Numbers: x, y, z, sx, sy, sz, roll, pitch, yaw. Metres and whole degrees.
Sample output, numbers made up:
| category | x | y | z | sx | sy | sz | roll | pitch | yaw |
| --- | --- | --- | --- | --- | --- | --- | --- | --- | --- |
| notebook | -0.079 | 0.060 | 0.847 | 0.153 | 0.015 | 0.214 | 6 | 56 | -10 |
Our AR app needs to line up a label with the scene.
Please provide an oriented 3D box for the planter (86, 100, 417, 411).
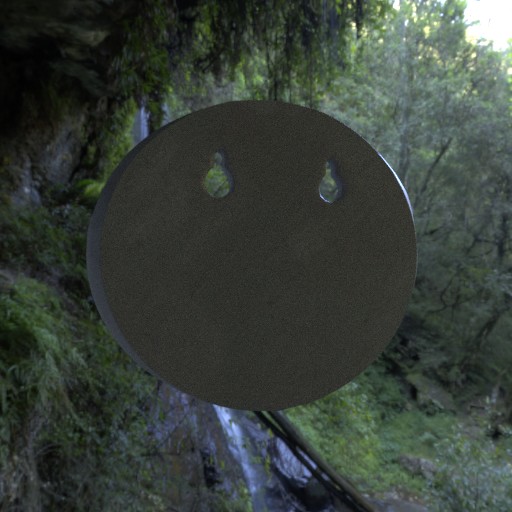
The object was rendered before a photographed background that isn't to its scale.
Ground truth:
| category | x | y | z | sx | sy | sz | roll | pitch | yaw |
| --- | --- | --- | --- | --- | --- | --- | --- | --- | --- |
| planter | 0.000 | 0.000 | 0.267 | 0.190 | 0.164 | 0.073 | 0 | 0 | -19 |
